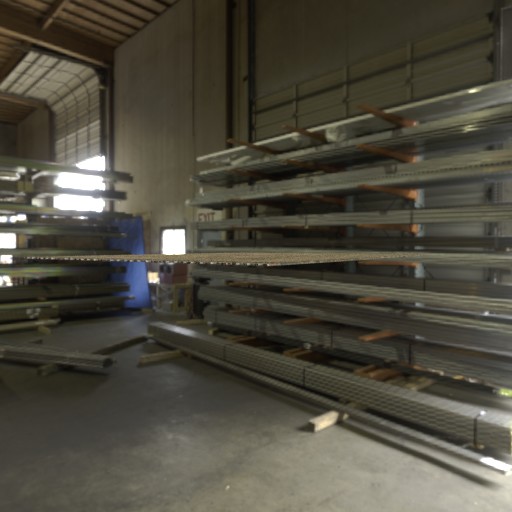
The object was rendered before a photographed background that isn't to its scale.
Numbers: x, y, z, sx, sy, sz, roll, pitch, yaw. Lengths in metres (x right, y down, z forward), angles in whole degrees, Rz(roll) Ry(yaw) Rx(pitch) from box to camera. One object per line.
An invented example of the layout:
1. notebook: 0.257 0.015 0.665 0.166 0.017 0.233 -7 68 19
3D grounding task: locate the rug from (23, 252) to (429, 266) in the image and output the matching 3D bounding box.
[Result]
1. rug: 0.000 0.000 4.309 2.431 0.017 3.291 1 2 35
